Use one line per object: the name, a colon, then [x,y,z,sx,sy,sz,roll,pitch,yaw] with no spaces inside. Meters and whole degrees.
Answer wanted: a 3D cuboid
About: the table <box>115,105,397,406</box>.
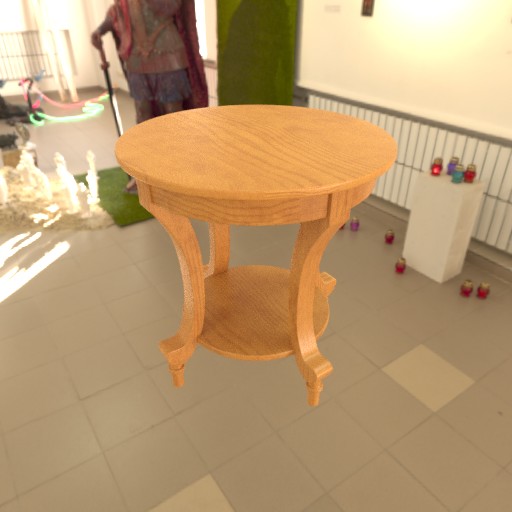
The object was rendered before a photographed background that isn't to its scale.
table: [0.000,0.000,1.127,0.597,0.612,0.597,0,32,0]
